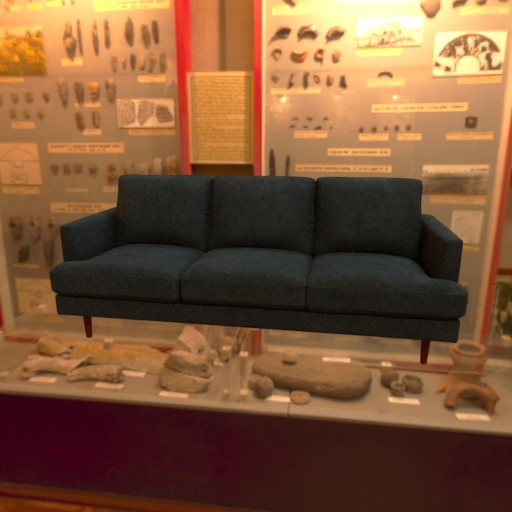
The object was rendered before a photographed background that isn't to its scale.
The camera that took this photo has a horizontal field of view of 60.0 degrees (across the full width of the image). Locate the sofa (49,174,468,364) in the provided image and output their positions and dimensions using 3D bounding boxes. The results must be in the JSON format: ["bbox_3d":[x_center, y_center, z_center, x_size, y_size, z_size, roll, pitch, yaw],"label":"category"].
[{"bbox_3d":[0.000,0.000,2.724,2.246,0.930,0.903,3,15,9],"label":"sofa"}]
